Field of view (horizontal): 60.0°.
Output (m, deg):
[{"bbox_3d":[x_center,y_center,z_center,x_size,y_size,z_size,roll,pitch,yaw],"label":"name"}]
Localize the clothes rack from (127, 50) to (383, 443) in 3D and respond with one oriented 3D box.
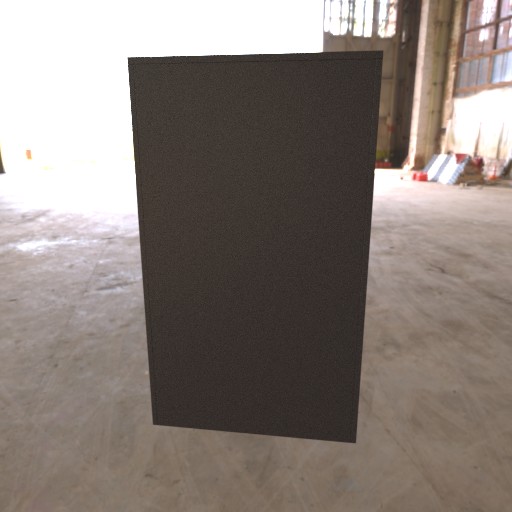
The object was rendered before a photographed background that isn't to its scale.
[{"bbox_3d":[0.000,0.000,1.569,0.750,1.280,0.250,2,15,8],"label":"clothes rack"}]
